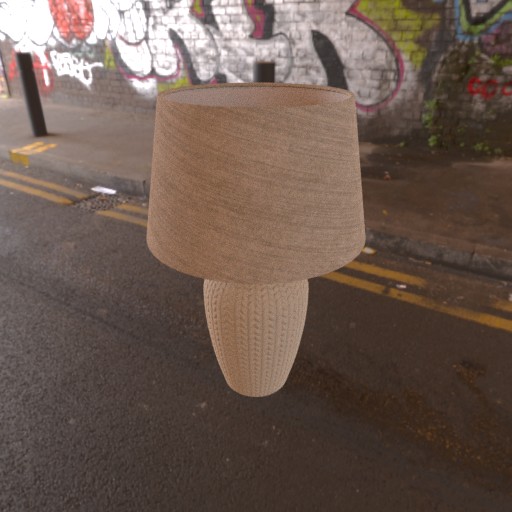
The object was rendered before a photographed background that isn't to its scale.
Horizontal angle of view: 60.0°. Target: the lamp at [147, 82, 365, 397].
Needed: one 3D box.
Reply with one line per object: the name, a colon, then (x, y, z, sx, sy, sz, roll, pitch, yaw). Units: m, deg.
lamp: (0.000, 0.000, 0.833, 0.390, 0.580, 0.390, 0, 27, 0)
